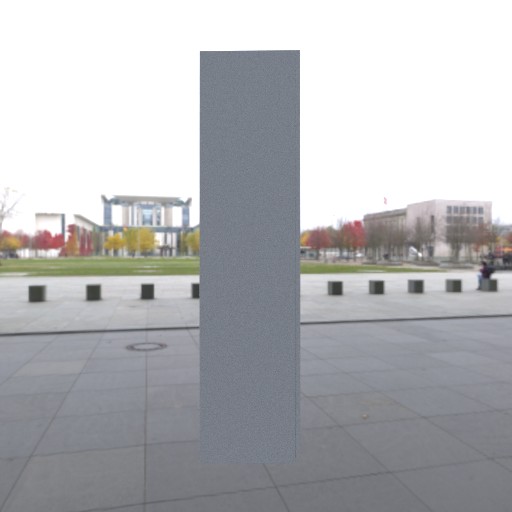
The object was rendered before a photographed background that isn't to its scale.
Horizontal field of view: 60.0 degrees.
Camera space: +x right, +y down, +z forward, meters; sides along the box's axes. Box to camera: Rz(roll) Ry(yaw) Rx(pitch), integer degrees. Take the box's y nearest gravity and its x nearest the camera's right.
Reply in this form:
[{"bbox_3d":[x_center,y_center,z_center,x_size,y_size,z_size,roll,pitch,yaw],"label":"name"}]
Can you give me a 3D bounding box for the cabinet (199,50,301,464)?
[{"bbox_3d":[0.000,0.000,3.890,0.590,2.370,2.700,0,0,1],"label":"cabinet"}]
